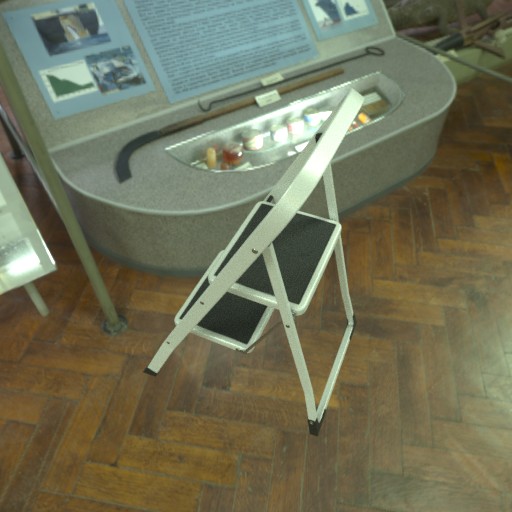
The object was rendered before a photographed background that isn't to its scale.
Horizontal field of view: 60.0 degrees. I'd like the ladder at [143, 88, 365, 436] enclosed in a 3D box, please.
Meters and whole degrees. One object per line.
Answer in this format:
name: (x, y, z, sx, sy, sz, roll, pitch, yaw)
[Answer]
ladder: (0.000, 0.000, 1.112, 0.544, 0.810, 0.460, 18, 49, 16)
